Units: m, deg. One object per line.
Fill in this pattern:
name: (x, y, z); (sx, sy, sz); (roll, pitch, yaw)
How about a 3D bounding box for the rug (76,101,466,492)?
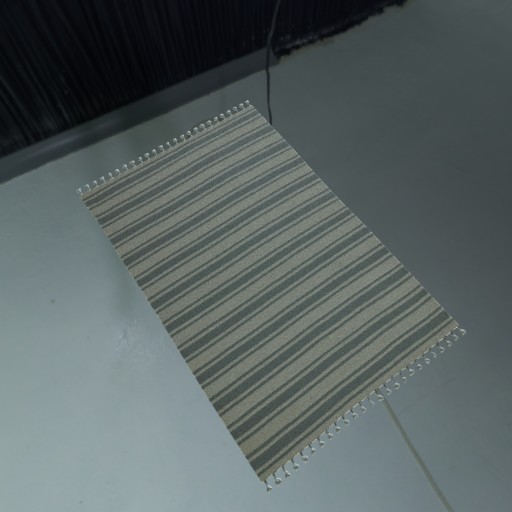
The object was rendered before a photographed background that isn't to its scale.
rug: (0.000, 0.000, 3.015); (1.539, 0.011, 2.410); (-32, 68, -15)
